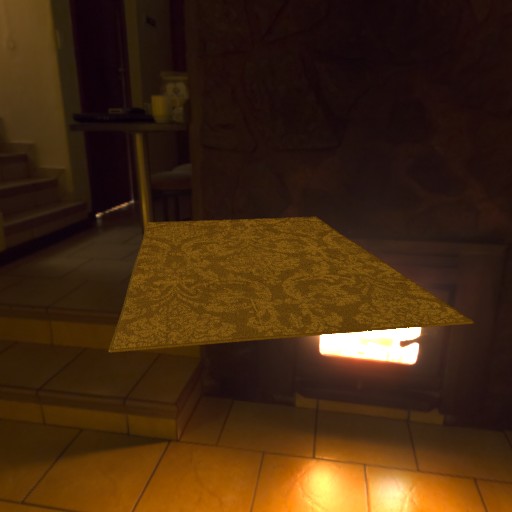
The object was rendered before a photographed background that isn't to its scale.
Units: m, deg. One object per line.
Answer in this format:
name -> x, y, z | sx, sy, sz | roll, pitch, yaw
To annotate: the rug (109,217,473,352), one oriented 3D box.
rug -> 0.000, 0.000, 2.284 | 1.206, 0.012, 1.824 | -3, 17, -9
